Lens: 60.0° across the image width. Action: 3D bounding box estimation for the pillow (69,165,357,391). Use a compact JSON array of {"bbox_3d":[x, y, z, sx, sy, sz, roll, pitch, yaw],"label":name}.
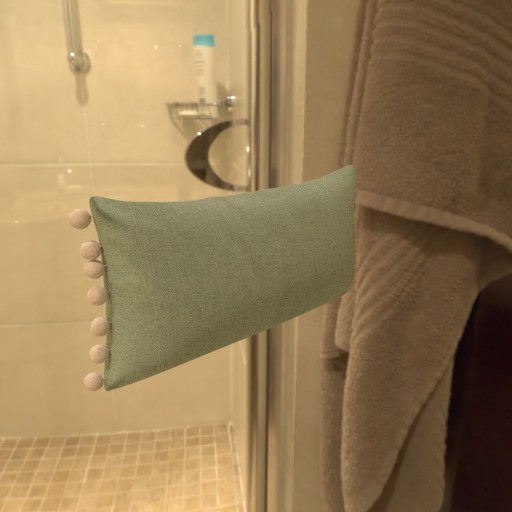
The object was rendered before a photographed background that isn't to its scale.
[{"bbox_3d":[0.000,0.000,0.869,0.709,0.322,0.201,-15,21,-43],"label":"pillow"}]
